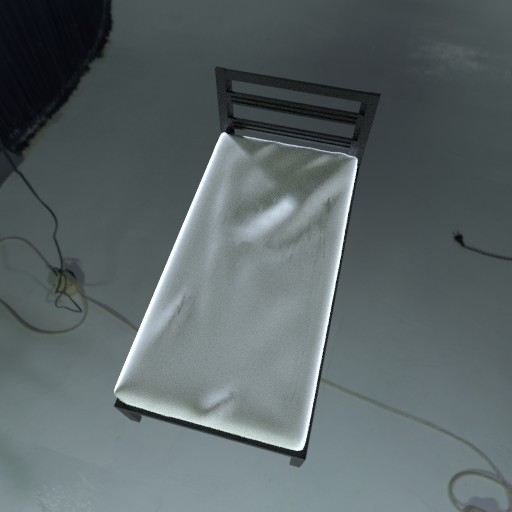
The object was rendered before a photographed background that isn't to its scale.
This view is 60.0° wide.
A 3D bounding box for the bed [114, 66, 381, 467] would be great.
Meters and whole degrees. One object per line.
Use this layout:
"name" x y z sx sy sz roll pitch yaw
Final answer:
"bed" 0.000 0.000 2.553 0.991 0.967 1.930 13 60 7
